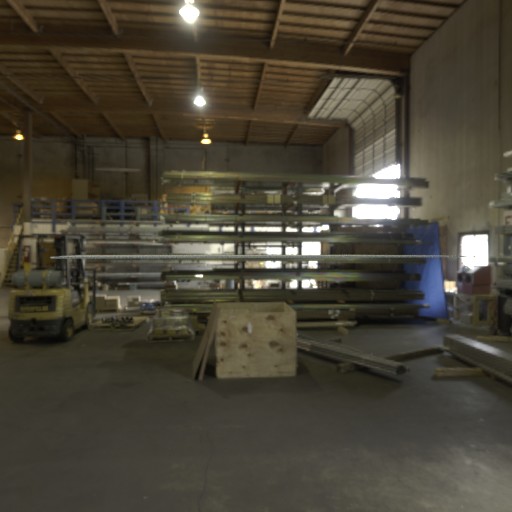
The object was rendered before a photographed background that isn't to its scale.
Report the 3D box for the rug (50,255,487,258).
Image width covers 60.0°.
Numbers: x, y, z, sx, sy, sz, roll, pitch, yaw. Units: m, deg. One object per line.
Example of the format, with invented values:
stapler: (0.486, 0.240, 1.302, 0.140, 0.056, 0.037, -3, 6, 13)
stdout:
rug: (0.000, 0.000, 2.343, 1.854, 0.006, 1.234, 0, 0, -18)
